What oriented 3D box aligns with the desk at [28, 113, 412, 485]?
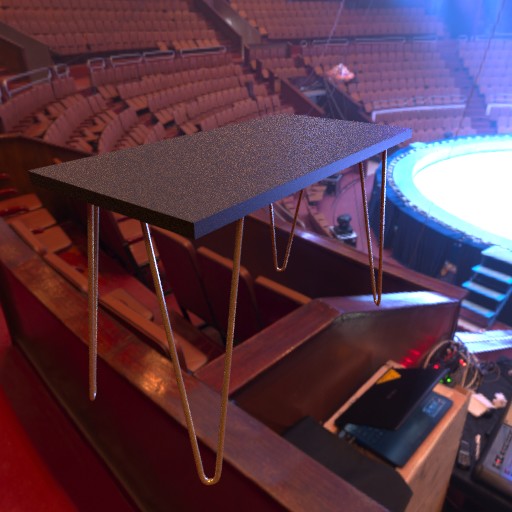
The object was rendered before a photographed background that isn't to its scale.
[{"bbox_3d":[0.000,0.000,1.333,0.499,0.660,0.991,19,32,33],"label":"desk"}]
